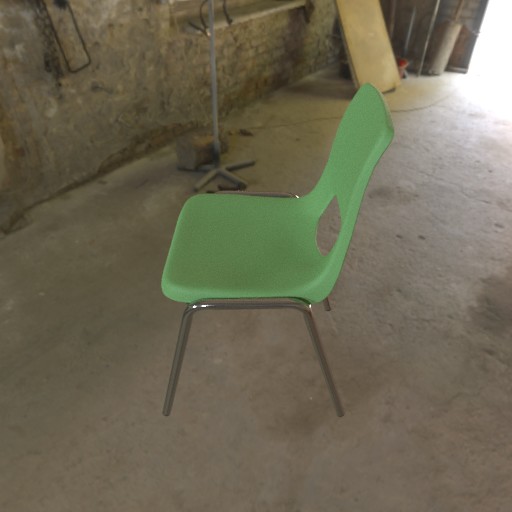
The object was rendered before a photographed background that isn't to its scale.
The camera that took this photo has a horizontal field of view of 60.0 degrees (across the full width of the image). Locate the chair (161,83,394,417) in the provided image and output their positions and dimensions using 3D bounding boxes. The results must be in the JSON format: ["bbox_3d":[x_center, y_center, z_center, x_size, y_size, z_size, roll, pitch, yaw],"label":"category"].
[{"bbox_3d":[0.000,0.000,0.966,0.436,0.704,0.381,1,41,1],"label":"chair"}]
